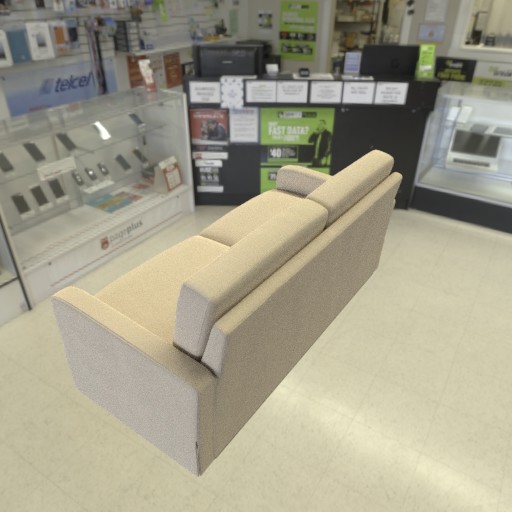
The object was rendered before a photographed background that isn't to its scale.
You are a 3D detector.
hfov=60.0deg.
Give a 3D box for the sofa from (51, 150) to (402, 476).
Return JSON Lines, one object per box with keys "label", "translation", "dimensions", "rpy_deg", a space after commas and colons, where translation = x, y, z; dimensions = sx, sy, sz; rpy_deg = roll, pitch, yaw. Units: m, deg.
{"label": "sofa", "translation": [0.000, 0.000, 2.290], "dimensions": [0.894, 0.831, 1.808], "rpy_deg": [21, 38, 29]}
